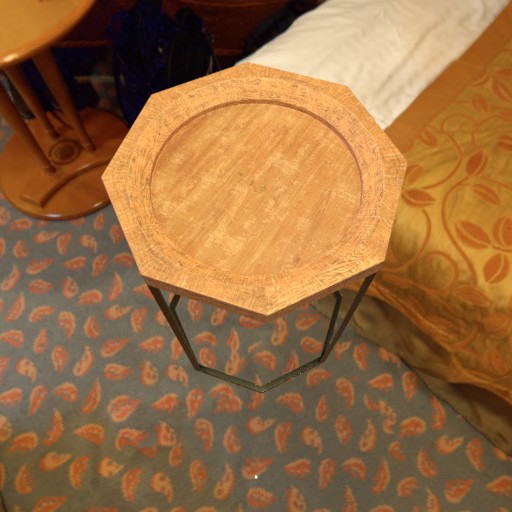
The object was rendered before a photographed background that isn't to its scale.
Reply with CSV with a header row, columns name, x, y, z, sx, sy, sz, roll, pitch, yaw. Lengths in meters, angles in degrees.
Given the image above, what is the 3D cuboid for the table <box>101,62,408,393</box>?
name,x,y,z,sx,sy,sz,roll,pitch,yaw
table,0.000,0.000,0.876,0.437,0.553,0.437,-3,64,-2
